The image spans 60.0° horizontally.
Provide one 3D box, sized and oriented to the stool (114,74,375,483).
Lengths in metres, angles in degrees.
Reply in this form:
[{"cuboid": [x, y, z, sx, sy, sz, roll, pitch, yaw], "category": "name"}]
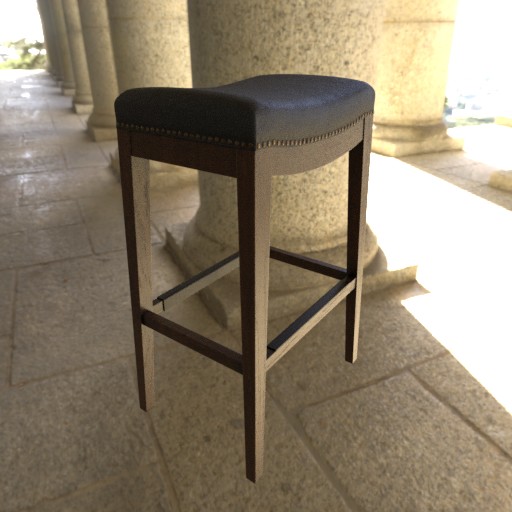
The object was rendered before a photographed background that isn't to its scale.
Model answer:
[{"cuboid": [0.000, 0.000, 1.037, 0.361, 0.765, 0.500, 18, 31, 32], "category": "stool"}]
